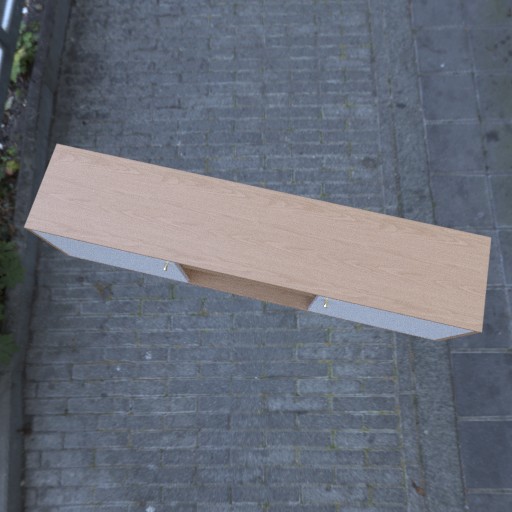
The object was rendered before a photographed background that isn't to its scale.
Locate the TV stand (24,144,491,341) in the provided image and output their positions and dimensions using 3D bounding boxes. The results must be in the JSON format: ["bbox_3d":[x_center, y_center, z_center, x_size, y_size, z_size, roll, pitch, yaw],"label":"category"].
[{"bbox_3d":[0.000,0.000,1.982,1.760,0.580,0.400,13,75,3],"label":"TV stand"}]
